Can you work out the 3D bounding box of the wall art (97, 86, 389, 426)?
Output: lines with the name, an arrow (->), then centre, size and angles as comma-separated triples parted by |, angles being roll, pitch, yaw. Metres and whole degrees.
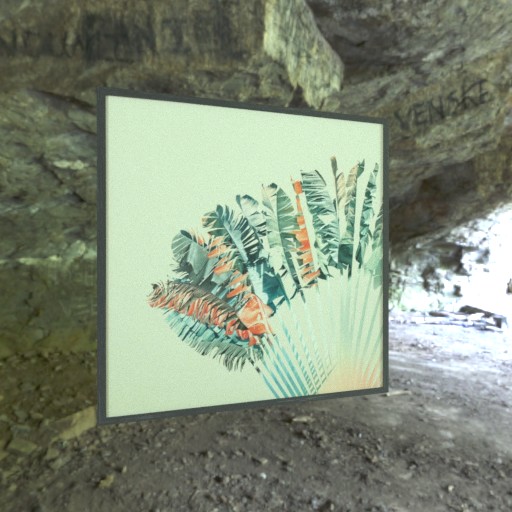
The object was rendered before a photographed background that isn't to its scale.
wall art -> 0.000, 0.000, 1.129 | 0.762, 0.758, 0.043 | 0, 0, -18
